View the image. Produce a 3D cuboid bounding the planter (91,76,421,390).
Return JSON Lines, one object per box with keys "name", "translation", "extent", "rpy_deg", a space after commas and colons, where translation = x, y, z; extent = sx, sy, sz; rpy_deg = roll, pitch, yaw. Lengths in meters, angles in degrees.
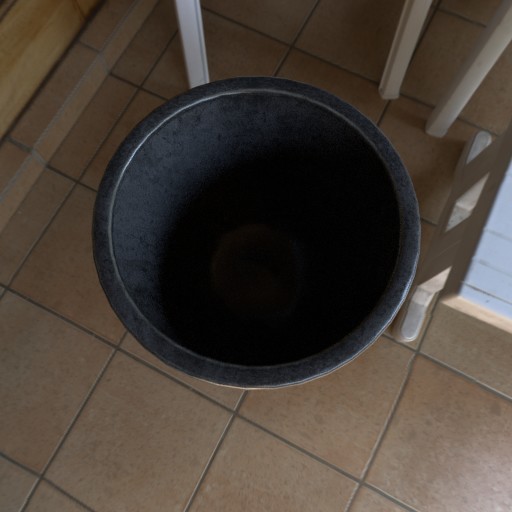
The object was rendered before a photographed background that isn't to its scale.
{"name": "planter", "translation": [0.000, 0.000, 0.305], "extent": [0.172, 0.160, 0.172], "rpy_deg": [0, 75, 0]}
